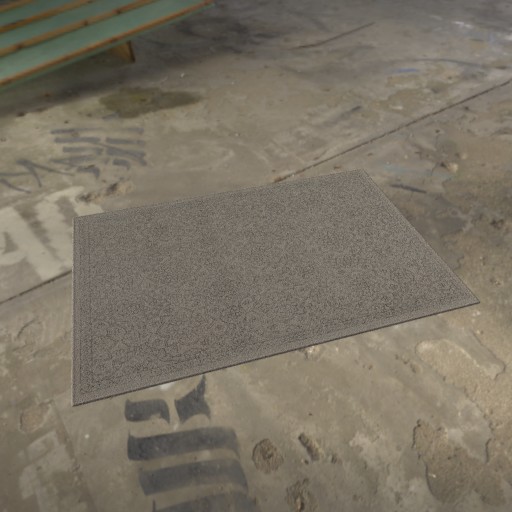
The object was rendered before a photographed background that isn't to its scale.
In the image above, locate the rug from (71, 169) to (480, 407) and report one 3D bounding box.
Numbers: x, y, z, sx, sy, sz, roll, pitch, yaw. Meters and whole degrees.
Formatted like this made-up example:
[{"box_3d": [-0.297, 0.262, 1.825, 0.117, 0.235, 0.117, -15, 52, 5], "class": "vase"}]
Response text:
[{"box_3d": [0.000, 0.000, 2.303, 1.829, 0.010, 1.219, -11, 44, -12], "class": "rug"}]
